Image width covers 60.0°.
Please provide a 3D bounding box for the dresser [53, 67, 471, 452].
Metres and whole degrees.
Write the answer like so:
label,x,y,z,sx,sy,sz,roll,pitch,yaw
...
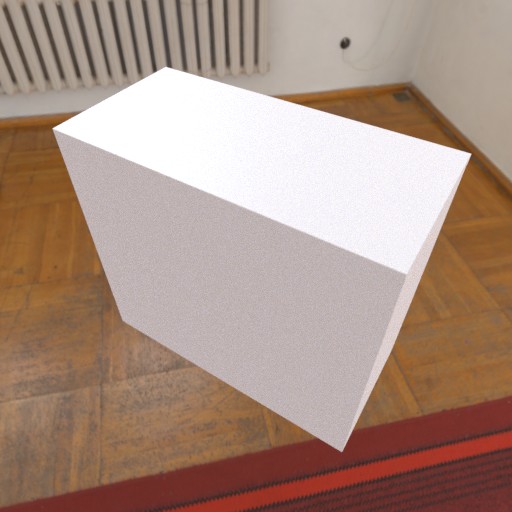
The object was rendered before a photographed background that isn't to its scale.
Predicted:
label,x,y,z,sx,sy,sz,roll,pitch,yaw
dresser,0.000,0.000,1.241,0.830,0.740,0.420,24,51,22
